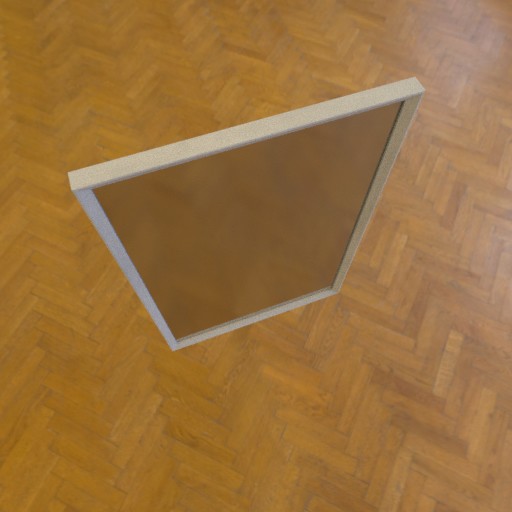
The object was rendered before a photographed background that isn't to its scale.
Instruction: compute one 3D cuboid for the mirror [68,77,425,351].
[{"bbox_3d":[0.000,0.000,1.132,0.609,0.915,0.041,-18,64,-9],"label":"mirror"}]
